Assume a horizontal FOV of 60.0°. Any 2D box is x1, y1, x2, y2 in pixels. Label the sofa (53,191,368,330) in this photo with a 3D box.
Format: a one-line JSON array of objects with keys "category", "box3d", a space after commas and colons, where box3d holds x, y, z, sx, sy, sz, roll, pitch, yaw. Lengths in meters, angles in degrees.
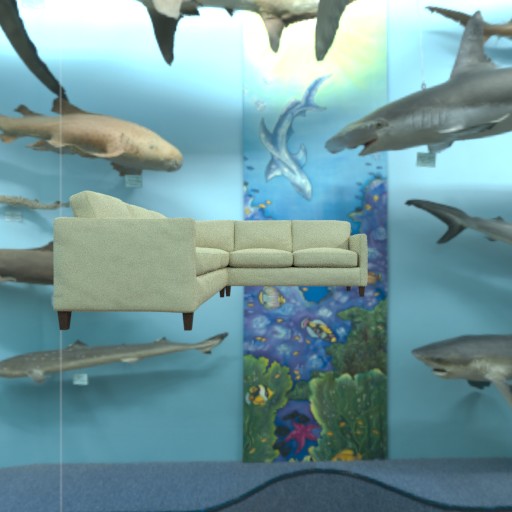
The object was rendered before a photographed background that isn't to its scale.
[{"category": "sofa", "box3d": [0.000, 0.000, 4.410, 2.593, 0.947, 3.302, 0, 0, 1]}]
